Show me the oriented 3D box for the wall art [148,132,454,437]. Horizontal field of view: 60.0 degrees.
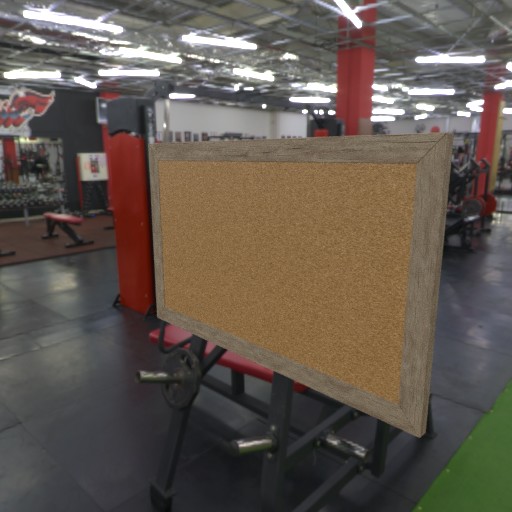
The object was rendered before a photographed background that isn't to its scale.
[{"bbox_3d":[0.000,0.000,0.946,0.021,0.480,0.780,-12,18,-43],"label":"wall art"}]
